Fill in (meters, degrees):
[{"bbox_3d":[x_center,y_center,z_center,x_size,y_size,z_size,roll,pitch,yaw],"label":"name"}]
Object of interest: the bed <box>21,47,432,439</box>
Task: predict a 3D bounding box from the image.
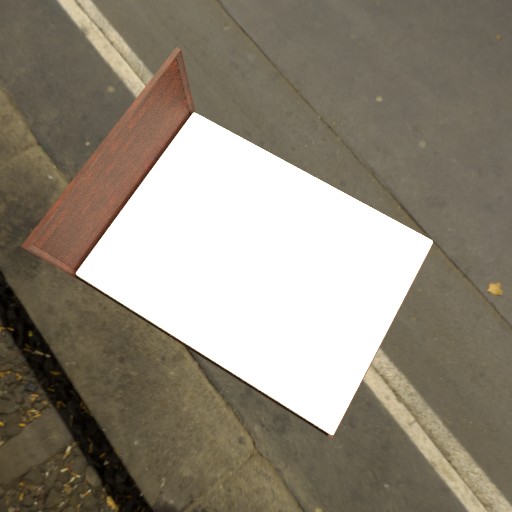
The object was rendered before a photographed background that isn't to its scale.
[{"bbox_3d":[0.000,0.000,3.184,2.184,1.270,1.600,30,76,8],"label":"bed"}]
